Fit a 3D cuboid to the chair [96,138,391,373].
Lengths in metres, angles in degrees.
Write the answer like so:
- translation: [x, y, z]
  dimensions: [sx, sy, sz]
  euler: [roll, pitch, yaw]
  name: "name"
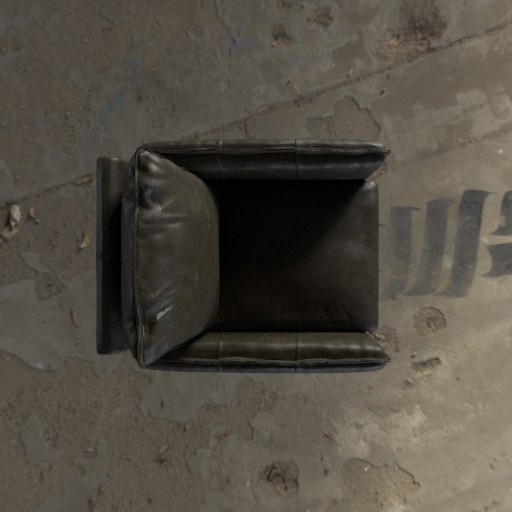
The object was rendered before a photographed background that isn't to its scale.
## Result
- translation: [0.000, 0.000, 1.616]
  dimensions: [0.921, 0.921, 0.830]
  euler: [0, 90, 0]
  name: "chair"
